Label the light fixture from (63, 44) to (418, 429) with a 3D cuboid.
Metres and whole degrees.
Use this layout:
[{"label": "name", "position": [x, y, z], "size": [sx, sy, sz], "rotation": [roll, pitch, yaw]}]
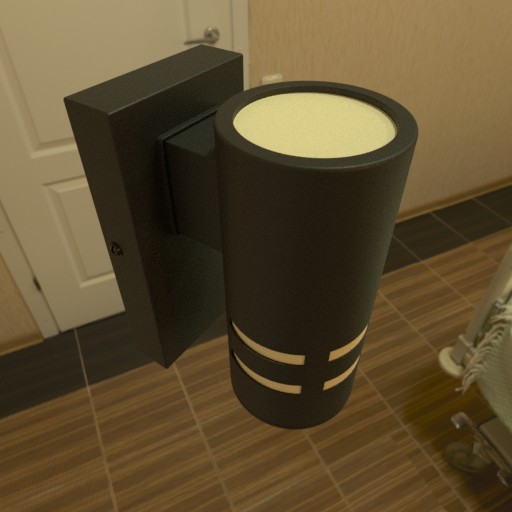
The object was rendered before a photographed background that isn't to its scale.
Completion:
[{"label": "light fixture", "position": [0.000, 0.000, 0.248], "size": [0.138, 0.179, 0.098], "rotation": [25, 47, 25]}]
